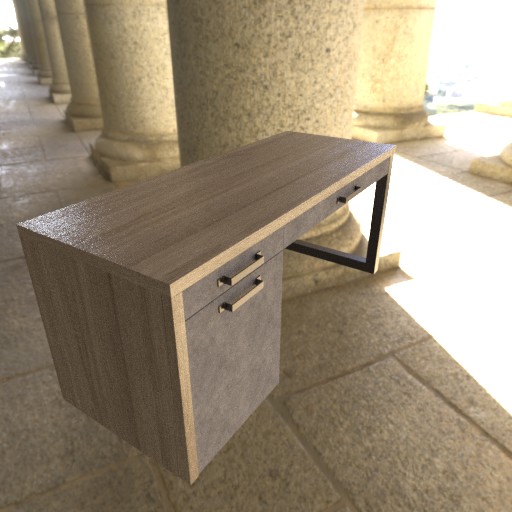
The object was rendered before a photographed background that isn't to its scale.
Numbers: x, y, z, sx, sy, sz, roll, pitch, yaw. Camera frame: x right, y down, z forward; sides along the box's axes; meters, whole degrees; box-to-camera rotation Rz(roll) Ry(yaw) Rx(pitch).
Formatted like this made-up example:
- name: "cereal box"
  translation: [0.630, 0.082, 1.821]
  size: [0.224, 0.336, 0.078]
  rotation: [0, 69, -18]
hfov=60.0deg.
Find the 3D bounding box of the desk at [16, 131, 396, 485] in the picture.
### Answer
- name: "desk"
  translation: [0.000, 0.000, 2.035]
  size: [0.690, 0.760, 1.700]
  rotation: [17, 32, 30]
